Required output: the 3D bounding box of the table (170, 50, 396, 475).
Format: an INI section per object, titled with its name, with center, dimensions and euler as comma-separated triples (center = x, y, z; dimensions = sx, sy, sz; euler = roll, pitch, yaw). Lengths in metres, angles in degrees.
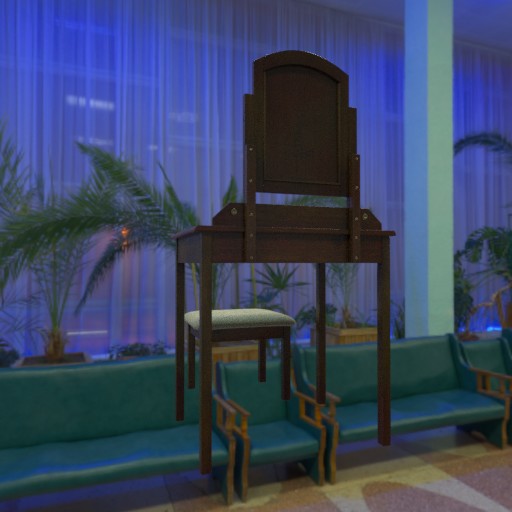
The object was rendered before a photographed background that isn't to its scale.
[table]
center = 0.000, 0.000, 2.316
dimensions = 0.876, 1.631, 1.211
euler = 0, -1, -19
